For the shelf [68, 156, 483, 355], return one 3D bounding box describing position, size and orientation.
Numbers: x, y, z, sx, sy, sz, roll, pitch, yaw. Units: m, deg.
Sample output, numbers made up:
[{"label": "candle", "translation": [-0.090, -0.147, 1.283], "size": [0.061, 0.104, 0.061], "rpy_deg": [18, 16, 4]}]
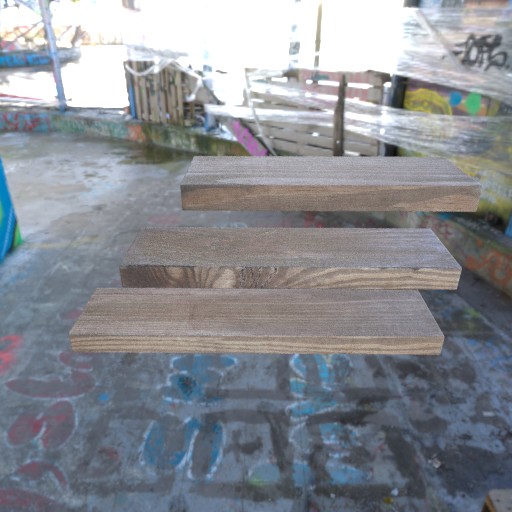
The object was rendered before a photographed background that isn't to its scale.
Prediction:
[{"label": "shelf", "translation": [0.000, 0.000, 0.727], "size": [0.610, 0.293, 0.140], "rpy_deg": [0, 28, 1]}]
